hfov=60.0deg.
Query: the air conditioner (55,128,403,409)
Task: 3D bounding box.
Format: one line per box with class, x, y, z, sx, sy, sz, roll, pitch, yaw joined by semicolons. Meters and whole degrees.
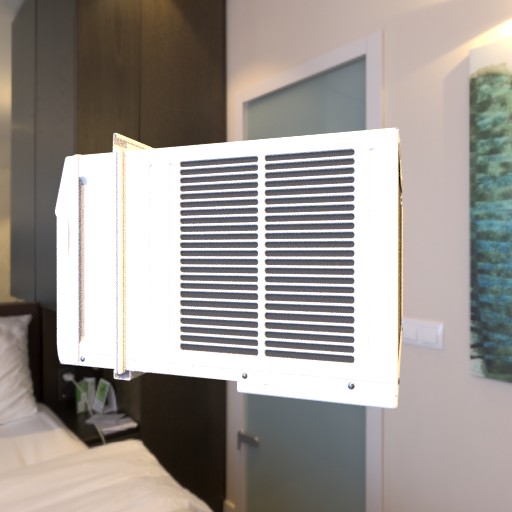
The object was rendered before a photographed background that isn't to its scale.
air conditioner;0.000;0.000;0.874;0.546;0.388;0.503;0;0;19
